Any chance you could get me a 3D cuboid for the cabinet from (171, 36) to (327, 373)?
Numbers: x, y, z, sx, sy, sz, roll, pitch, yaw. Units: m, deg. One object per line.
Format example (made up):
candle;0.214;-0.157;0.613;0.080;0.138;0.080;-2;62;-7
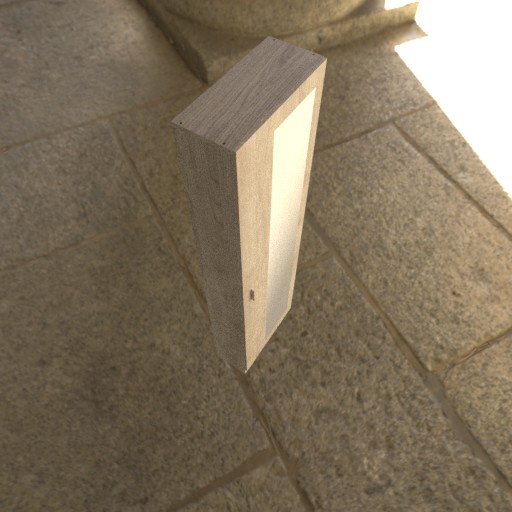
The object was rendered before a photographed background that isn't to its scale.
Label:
cabinet;0.000;0.000;2.046;0.230;1.790;0.500;29;61;18
